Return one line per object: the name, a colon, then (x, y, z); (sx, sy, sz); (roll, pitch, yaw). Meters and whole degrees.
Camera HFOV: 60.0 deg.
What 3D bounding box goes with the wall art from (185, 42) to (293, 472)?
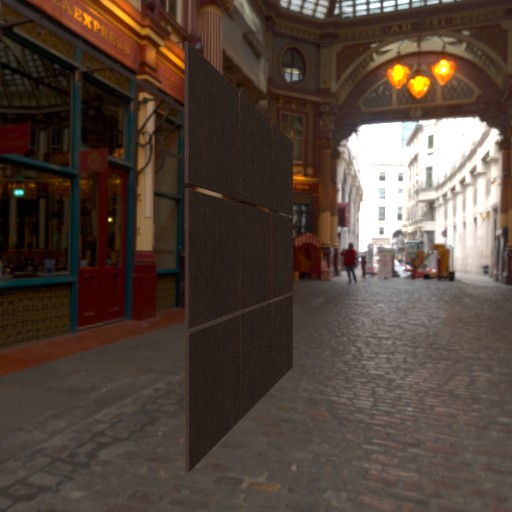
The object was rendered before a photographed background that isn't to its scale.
wall art: (0.000, 0.000, 2.292); (0.014, 1.525, 1.527); (0, 1, 19)
